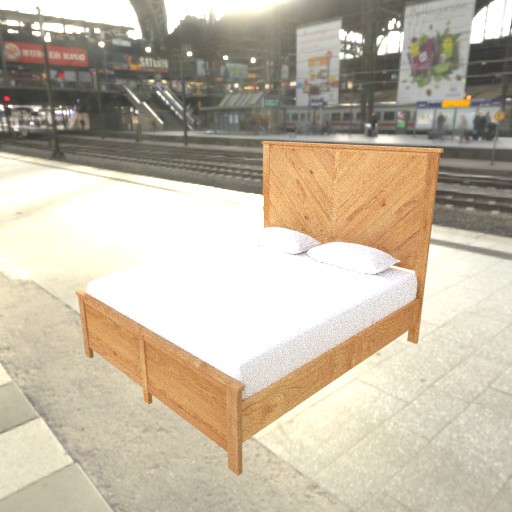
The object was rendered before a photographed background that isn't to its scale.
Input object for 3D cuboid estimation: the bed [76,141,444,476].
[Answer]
[{"bbox_3d":[0.000,0.000,3.609,1.936,1.686,2.201,16,23,42],"label":"bed"}]
